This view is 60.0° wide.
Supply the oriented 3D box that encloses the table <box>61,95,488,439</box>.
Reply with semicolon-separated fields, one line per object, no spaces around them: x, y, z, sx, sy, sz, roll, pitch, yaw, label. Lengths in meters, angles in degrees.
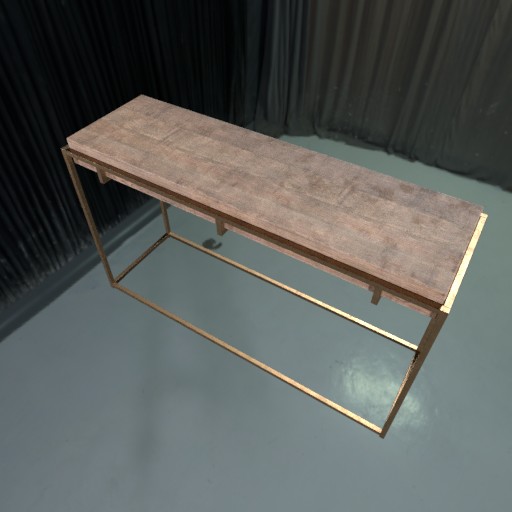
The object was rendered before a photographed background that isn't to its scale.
0.000;0.000;1.751;1.400;0.820;0.440;24;51;22;table
